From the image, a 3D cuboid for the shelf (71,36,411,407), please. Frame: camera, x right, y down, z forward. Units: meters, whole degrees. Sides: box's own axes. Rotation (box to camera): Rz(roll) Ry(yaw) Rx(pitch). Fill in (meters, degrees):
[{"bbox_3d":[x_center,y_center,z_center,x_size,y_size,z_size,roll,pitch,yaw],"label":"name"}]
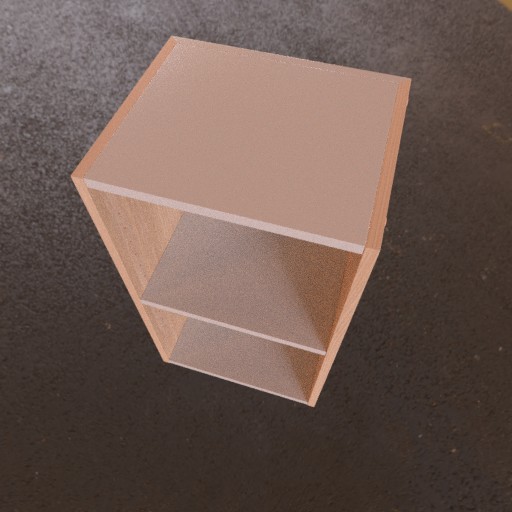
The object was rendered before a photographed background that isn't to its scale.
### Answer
[{"bbox_3d":[0.000,0.000,0.796,0.350,0.600,0.290,14,58,9],"label":"shelf"}]
